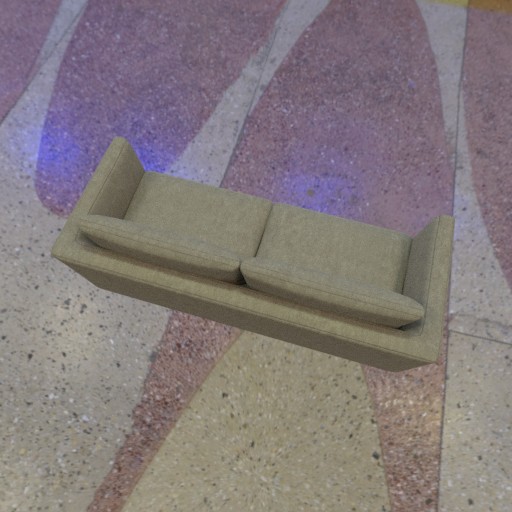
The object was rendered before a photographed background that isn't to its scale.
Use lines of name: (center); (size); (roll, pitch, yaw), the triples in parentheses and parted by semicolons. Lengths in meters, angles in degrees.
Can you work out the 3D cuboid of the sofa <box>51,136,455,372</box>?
sofa: (0.000, 0.000, 2.687); (2.121, 0.864, 0.889); (15, 64, 7)
